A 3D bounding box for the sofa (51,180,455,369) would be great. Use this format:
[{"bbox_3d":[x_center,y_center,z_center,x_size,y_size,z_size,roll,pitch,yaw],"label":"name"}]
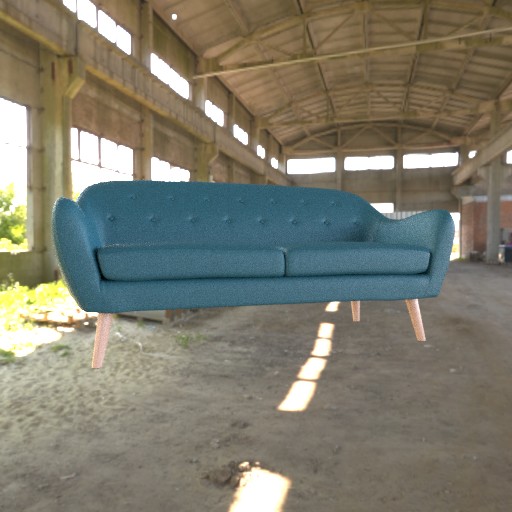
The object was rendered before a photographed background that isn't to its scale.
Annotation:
[{"bbox_3d":[0.000,0.000,2.254,1.840,0.836,0.820,0,1,-19],"label":"sofa"}]
